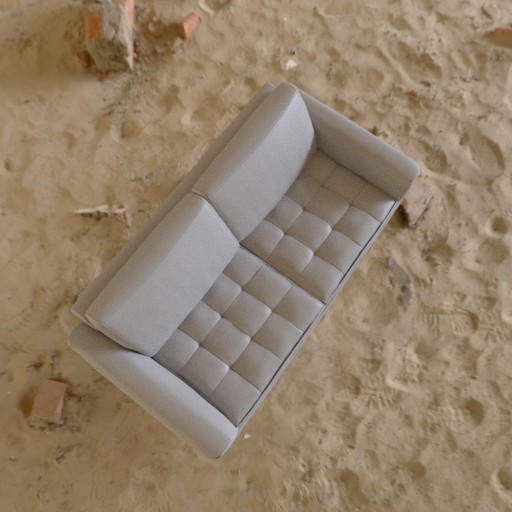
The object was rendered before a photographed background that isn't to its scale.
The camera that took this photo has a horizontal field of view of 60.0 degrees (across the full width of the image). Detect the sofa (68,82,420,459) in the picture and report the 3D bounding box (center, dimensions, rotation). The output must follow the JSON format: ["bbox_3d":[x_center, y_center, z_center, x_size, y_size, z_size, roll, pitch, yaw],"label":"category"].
[{"bbox_3d":[0.000,0.000,2.761,1.121,0.930,2.177,35,77,10],"label":"sofa"}]
